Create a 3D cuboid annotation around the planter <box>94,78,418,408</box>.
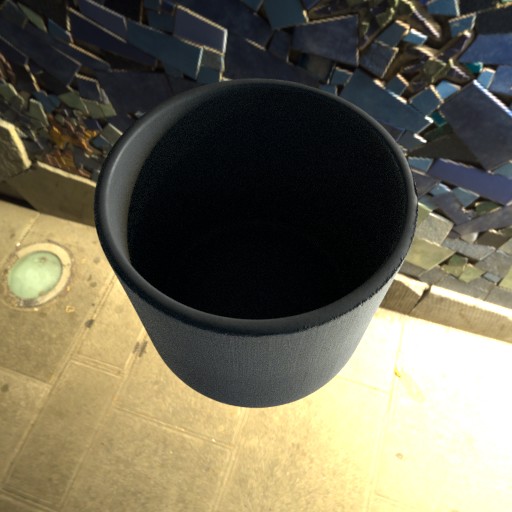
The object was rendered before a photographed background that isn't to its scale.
[{"bbox_3d":[0.000,0.000,0.391,0.226,0.201,0.226,0,59,0],"label":"planter"}]
